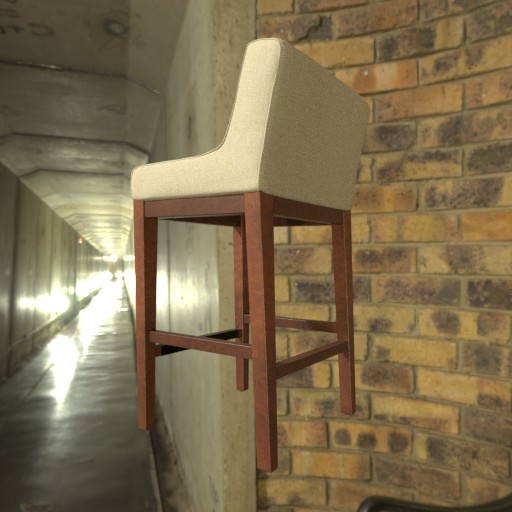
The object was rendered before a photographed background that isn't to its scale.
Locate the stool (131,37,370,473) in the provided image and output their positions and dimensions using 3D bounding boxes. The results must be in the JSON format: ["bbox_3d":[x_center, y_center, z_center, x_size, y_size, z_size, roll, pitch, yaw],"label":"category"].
[{"bbox_3d":[0.000,0.000,1.251,0.500,0.937,0.511,0,0,35],"label":"stool"}]
